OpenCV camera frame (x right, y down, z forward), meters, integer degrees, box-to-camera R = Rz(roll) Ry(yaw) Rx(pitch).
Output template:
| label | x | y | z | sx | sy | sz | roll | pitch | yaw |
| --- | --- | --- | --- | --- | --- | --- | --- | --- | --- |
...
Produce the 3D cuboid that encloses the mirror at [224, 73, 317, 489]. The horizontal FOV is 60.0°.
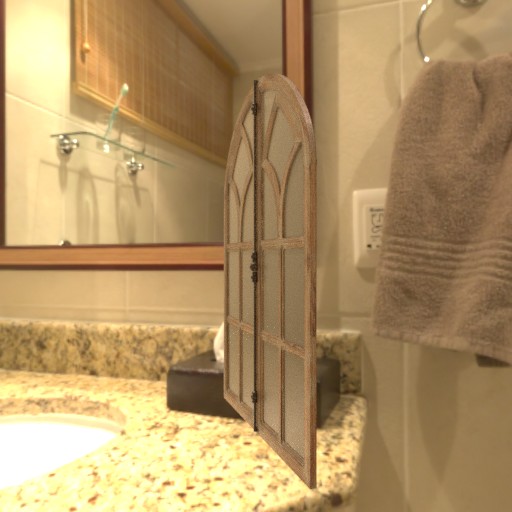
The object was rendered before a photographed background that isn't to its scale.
| label | x | y | z | sx | sy | sz | roll | pitch | yaw |
| --- | --- | --- | --- | --- | --- | --- | --- | --- | --- |
| mirror | 0.000 | 0.000 | 1.154 | 0.032 | 0.915 | 0.609 | 0 | 0 | -20 |
